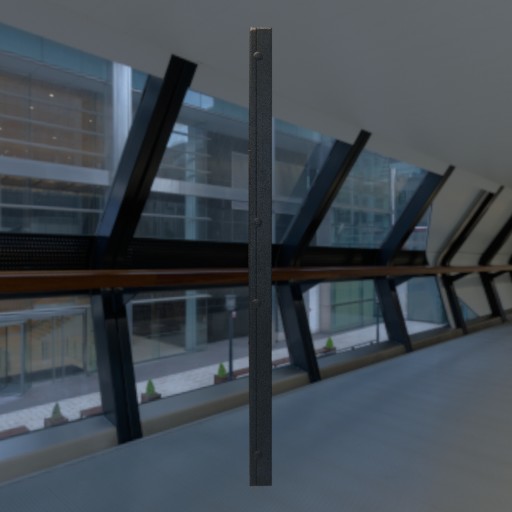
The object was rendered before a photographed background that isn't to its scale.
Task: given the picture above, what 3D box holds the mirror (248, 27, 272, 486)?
[{"bbox_3d":[0.000,0.000,0.558,0.020,0.381,0.382,0,0,-1],"label":"mirror"}]
